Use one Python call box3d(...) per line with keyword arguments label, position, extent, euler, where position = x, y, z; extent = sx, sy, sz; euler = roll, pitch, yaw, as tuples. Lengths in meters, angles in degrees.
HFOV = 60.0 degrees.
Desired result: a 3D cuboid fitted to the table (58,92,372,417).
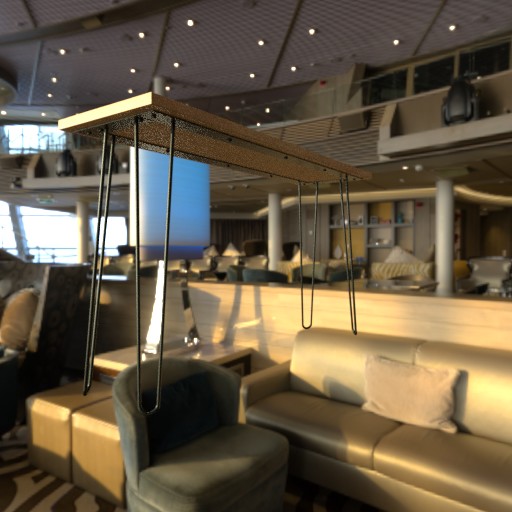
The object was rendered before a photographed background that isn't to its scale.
box3d(label="table", position=(0.000, 0.000, 1.736), extent=(0.399, 0.799, 1.400), euler=(1, 1, 36))
